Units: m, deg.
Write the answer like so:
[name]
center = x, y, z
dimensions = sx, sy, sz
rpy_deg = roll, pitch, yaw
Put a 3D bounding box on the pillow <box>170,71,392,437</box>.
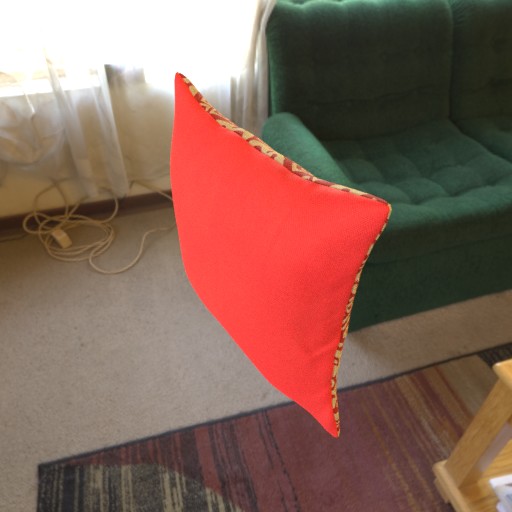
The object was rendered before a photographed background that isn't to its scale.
[pillow]
center = 0.000, 0.000, 0.802
dimensions = 0.192, 0.507, 0.522
rpy_deg = -24, 46, -25
